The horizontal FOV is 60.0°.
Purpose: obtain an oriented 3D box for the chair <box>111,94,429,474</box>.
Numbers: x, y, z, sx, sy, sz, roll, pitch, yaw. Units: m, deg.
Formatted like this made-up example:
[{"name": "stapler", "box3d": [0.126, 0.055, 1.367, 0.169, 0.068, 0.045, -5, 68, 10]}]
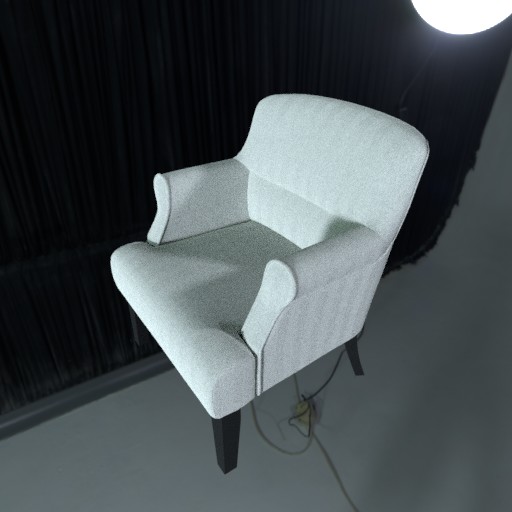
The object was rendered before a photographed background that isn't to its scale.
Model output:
[{"name": "chair", "box3d": [0.000, 0.000, 1.430, 0.750, 0.875, 0.781, -20, 36, -29]}]
